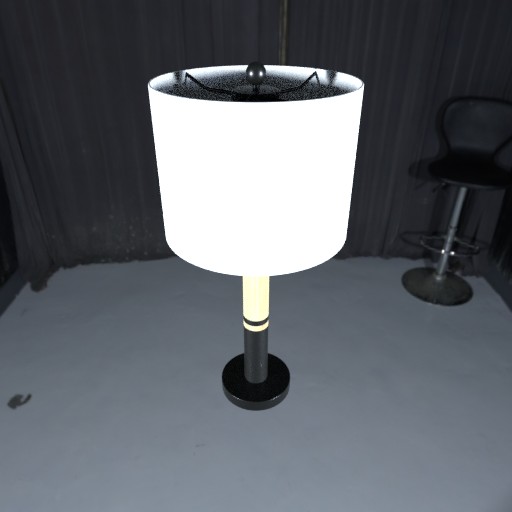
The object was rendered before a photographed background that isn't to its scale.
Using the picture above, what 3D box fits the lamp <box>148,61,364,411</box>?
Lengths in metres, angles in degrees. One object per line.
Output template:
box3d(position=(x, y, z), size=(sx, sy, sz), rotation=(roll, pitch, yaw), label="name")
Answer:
box3d(position=(0.000, 0.000, 0.790), size=(0.305, 0.640, 0.305), rotation=(-1, 31, -1), label="lamp")
